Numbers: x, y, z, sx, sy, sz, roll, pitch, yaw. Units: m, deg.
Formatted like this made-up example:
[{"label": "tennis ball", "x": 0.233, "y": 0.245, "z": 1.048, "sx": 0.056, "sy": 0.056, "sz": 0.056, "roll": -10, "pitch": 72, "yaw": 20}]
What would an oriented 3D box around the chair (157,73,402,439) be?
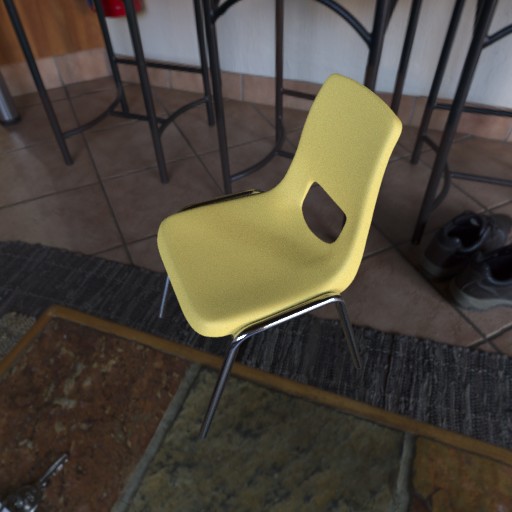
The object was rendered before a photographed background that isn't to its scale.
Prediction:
[{"label": "chair", "x": 0.000, "y": 0.000, "z": 0.935, "sx": 0.436, "sy": 0.653, "sz": 0.381, "roll": -17, "pitch": 48, "yaw": -16}]
